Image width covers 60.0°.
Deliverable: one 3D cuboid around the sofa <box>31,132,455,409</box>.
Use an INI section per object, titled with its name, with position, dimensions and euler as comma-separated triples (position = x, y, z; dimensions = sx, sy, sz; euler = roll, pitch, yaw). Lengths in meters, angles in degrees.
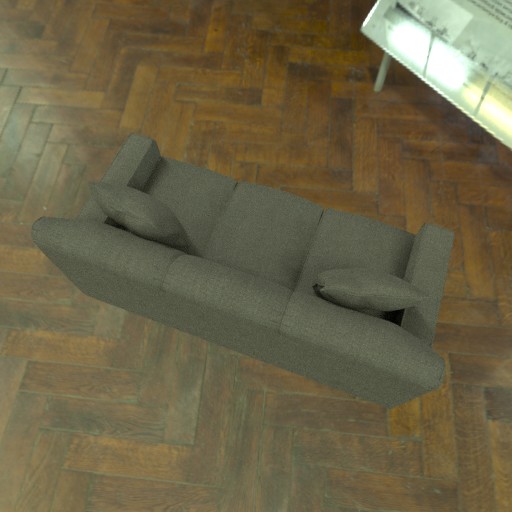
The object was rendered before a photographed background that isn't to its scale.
[sofa]
position = 0.000, 0.000, 2.557
dimensions = 2.024, 0.958, 0.997
euler = 19, 66, 9
